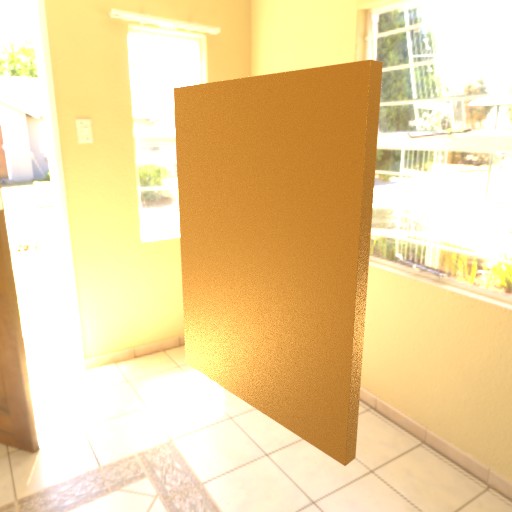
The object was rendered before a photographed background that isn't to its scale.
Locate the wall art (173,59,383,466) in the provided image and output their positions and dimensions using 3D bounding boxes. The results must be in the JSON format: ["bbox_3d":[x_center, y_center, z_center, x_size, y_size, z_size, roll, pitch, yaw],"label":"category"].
[{"bbox_3d":[0.000,0.000,1.079,0.038,0.812,0.610,-13,20,-41],"label":"wall art"}]
